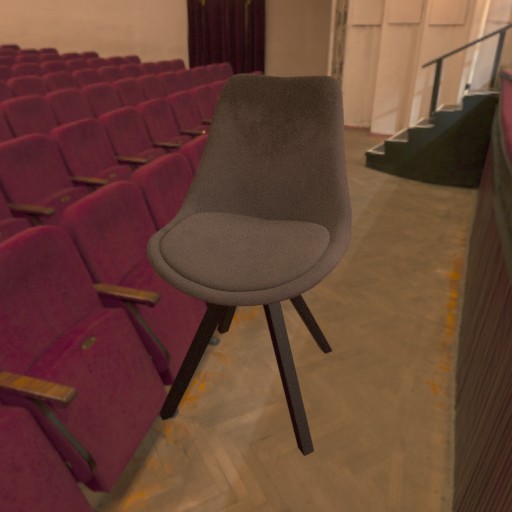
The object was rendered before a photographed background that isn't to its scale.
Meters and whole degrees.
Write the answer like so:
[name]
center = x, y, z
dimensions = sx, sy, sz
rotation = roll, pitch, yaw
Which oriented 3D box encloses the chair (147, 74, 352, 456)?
[chair]
center = 0.000, 0.000, 1.168
dimensions = 0.476, 0.850, 0.550
rotation = 8, 28, 15
